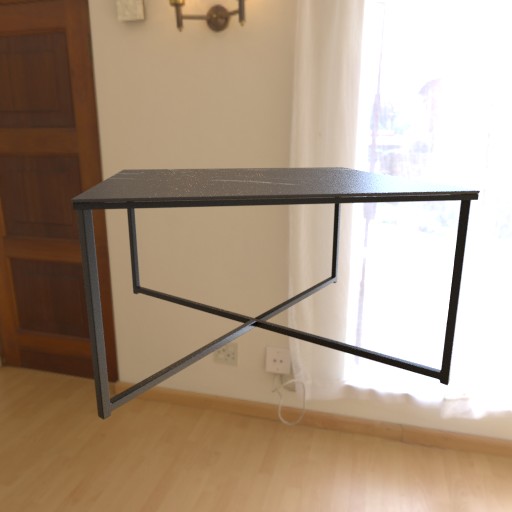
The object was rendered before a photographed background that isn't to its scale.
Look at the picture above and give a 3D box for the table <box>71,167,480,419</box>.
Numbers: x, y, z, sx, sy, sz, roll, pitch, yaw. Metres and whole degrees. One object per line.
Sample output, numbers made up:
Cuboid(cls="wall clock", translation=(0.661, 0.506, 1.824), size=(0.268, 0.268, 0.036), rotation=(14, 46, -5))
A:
Cuboid(cls="table", translation=(0.000, 0.000, 1.285), size=(0.800, 0.450, 0.800), rotation=(-3, 15, -9))
